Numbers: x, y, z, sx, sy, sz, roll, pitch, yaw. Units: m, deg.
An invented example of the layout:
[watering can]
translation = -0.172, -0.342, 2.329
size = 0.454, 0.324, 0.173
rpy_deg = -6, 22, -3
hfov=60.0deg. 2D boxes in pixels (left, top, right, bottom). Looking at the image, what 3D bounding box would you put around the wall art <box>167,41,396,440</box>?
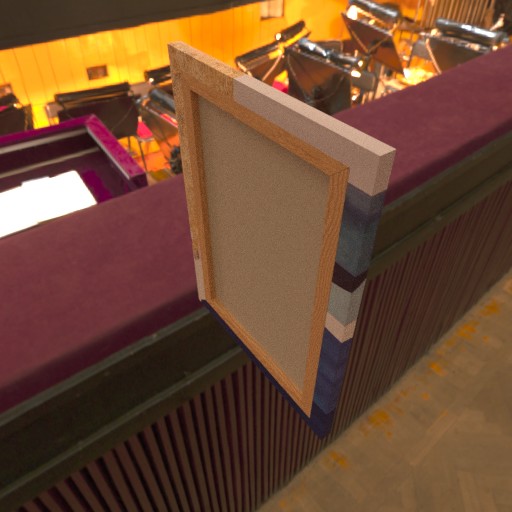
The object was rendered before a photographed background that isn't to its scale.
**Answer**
[wall art]
translation = 0.000, 0.000, 0.795
size = 0.026, 0.613, 0.458
rpy_deg = -26, 48, -26
